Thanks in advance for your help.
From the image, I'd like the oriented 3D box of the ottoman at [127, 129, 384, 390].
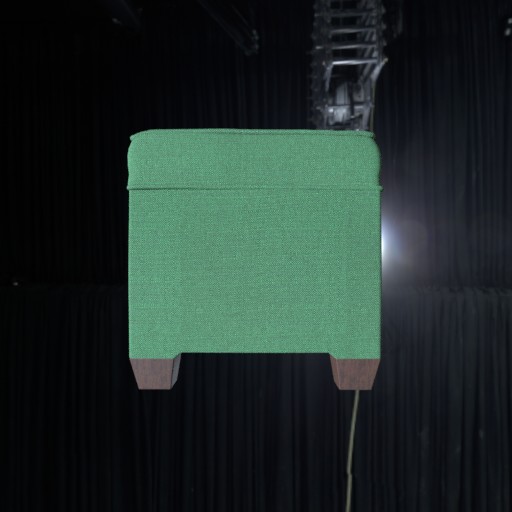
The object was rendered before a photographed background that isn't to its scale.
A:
[{"bbox_3d":[0.000,0.000,1.222,0.483,0.471,0.957,0,0,1],"label":"ottoman"}]
